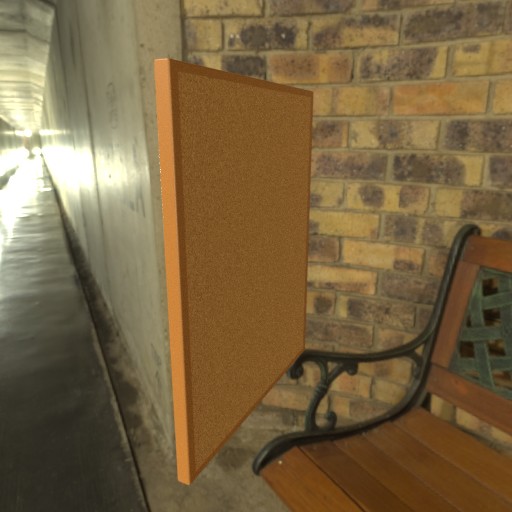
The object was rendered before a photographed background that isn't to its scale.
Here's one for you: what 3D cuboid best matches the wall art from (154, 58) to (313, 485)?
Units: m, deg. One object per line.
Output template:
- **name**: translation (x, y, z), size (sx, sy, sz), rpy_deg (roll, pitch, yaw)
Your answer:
- **wall art**: translation (0.000, 0.000, 0.510), size (0.015, 0.379, 0.310), rpy_deg (8, 17, 26)
